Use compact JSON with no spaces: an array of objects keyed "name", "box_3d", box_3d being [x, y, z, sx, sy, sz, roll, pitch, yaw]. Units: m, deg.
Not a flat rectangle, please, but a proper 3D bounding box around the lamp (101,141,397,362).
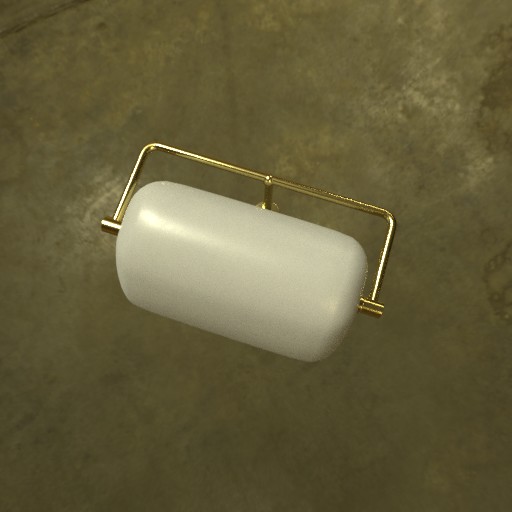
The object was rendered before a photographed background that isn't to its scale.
[{"name":"lamp","box_3d":[0.000,0.000,0.568,0.269,0.404,0.227,17,77,4]}]
